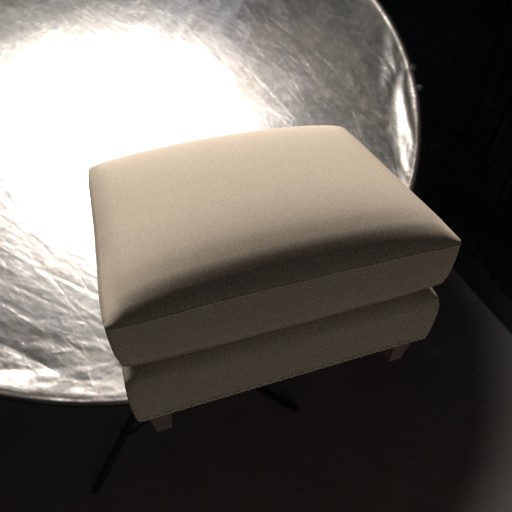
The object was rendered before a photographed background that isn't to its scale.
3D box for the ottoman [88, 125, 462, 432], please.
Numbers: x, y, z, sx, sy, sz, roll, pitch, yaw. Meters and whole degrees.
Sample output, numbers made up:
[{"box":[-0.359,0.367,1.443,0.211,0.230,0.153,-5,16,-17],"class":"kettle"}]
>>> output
[{"box":[0.000,0.000,1.153,0.741,0.513,0.584,-13,44,-13],"class":"ottoman"}]
